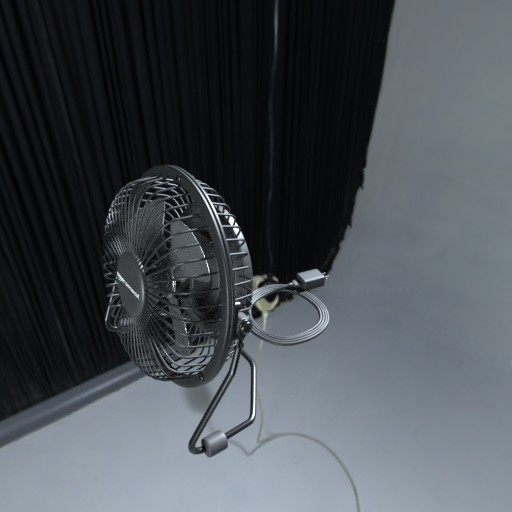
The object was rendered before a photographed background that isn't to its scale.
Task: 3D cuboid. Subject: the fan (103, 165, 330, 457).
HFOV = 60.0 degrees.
[{"bbox_3d":[0.000,0.000,0.315,0.202,0.152,0.153,-21,37,-30],"label":"fan"}]
